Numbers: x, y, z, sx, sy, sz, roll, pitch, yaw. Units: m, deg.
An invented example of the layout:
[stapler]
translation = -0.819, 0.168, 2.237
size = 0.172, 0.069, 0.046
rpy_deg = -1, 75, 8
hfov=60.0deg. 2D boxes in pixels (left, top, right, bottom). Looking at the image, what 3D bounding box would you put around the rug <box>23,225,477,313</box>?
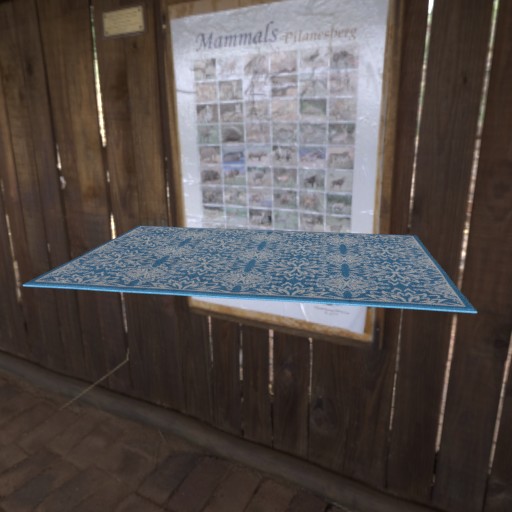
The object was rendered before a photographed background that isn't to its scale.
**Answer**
[rug]
translation = 0.000, 0.000, 3.525
size = 2.769, 0.018, 1.830
rpy_deg = 3, 16, 9
